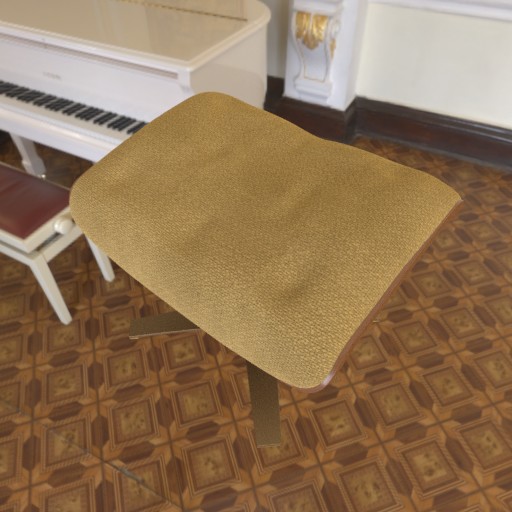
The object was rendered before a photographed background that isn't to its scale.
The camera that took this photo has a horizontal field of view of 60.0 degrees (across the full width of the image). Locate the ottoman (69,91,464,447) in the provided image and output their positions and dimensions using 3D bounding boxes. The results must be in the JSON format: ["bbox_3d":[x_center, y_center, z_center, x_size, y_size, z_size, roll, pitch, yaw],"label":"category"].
[{"bbox_3d":[0.000,0.000,0.786,0.520,0.391,0.394,31,53,27],"label":"ottoman"}]
